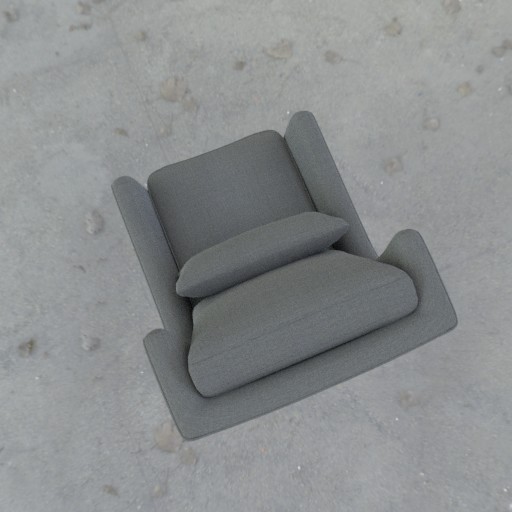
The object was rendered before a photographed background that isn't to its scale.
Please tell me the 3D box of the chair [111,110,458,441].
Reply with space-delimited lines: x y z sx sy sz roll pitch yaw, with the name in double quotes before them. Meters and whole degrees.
"chair" 0.000 0.000 1.772 0.866 1.056 1.040 -21 77 -5
